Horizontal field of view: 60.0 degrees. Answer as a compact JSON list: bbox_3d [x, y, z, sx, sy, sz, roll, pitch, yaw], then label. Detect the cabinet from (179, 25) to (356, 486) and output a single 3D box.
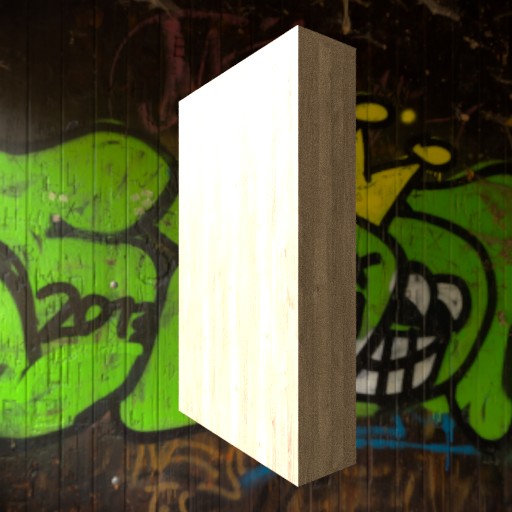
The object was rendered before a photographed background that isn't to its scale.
[{"bbox_3d":[0.000,0.000,1.606,0.250,1.280,0.750,0,0,-36],"label":"cabinet"}]
